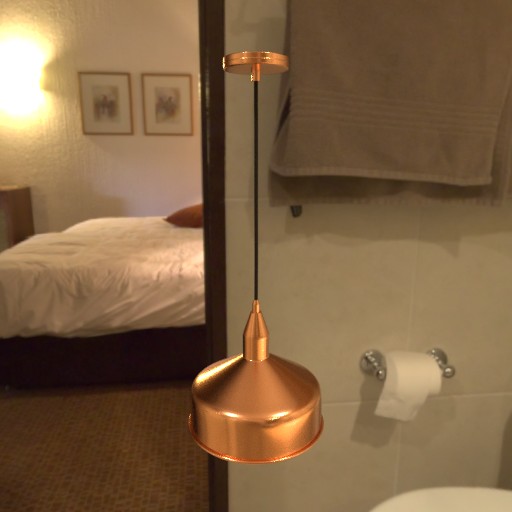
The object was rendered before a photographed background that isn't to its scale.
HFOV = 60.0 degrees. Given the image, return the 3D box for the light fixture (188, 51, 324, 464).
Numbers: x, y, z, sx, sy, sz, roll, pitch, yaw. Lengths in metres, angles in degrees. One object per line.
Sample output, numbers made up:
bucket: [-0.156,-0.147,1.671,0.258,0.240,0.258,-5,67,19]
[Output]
light fixture: [0.000,0.000,0.910,0.301,0.754,0.301,-12,18,-42]
